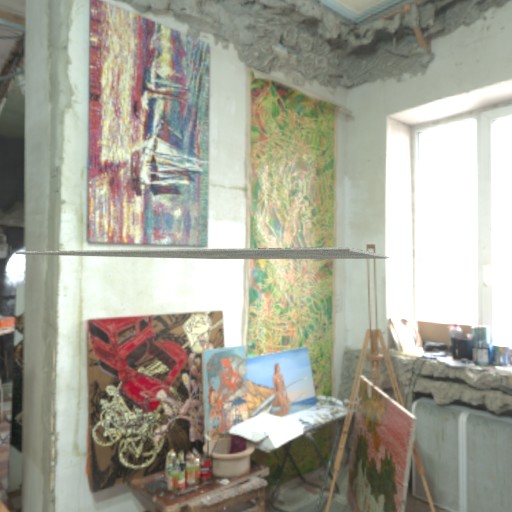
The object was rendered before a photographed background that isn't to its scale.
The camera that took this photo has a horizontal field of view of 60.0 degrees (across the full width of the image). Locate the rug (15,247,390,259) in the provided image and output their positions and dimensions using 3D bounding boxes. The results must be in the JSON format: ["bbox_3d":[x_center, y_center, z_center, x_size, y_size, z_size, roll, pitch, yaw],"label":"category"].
[{"bbox_3d":[0.000,0.000,2.818,1.514,0.014,2.275,0,-1,20],"label":"rug"}]
